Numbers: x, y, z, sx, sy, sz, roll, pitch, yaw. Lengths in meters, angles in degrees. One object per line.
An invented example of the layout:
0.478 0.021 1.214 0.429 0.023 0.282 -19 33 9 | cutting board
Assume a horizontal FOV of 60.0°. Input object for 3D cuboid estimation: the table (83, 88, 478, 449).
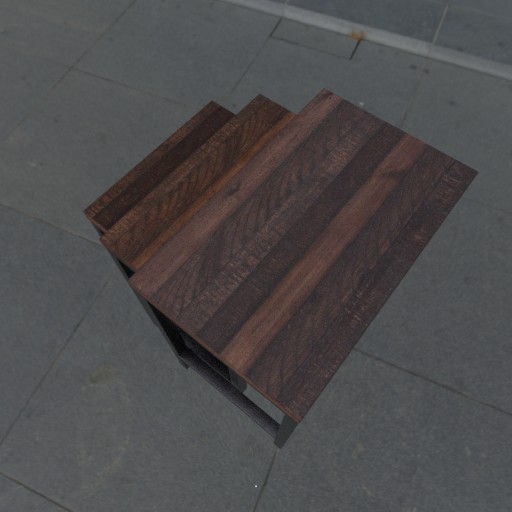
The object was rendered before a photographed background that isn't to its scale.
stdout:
0.000 0.000 1.148 0.660 0.616 0.608 35 68 17 | table
